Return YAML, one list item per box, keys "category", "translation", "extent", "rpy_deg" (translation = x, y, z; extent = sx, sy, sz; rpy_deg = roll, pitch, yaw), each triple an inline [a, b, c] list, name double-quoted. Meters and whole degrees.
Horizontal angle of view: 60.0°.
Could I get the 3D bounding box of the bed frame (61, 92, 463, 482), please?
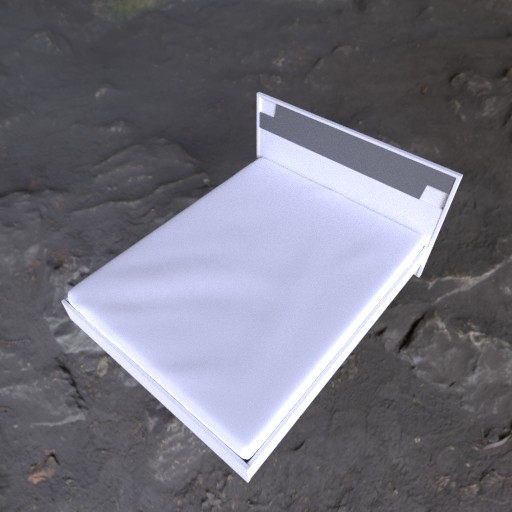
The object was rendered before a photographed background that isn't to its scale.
- category: "bed frame"
  translation: [0.000, 0.000, 3.049]
  extent: [1.711, 1.001, 2.100]
  rpy_deg: [32, 55, 26]
